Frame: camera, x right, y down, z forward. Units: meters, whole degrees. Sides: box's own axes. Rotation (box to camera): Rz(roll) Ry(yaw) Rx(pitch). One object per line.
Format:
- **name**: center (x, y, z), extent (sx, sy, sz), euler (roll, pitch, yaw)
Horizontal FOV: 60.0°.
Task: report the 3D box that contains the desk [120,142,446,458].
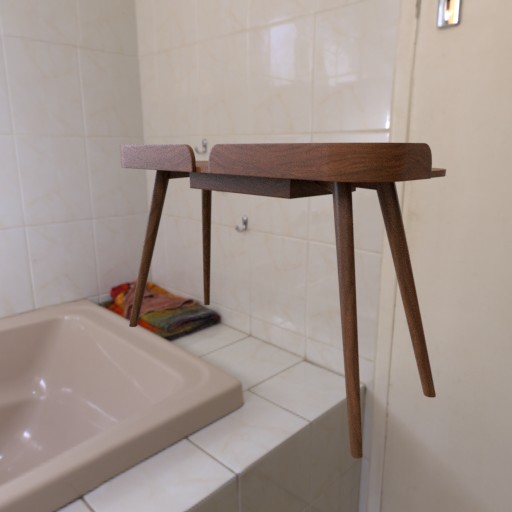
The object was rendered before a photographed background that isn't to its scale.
- **desk**: center (0.000, 0.000, 1.641), extent (0.486, 0.800, 1.256), euler (-13, 19, -42)
